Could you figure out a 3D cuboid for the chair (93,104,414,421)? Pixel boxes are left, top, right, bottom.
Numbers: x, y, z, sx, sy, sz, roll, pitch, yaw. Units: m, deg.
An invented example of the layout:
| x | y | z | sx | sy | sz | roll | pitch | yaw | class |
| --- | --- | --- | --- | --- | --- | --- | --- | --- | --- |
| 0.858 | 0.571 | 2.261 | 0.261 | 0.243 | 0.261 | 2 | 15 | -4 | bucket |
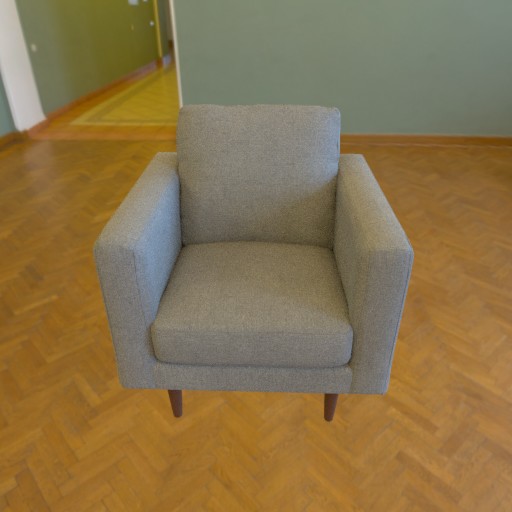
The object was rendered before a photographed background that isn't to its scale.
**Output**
| x | y | z | sx | sy | sz | roll | pitch | yaw | class |
| --- | --- | --- | --- | --- | --- | --- | --- | --- | --- |
| 0.000 | 0.000 | 1.572 | 0.855 | 0.927 | 0.800 | 1 | 31 | 2 | chair |
